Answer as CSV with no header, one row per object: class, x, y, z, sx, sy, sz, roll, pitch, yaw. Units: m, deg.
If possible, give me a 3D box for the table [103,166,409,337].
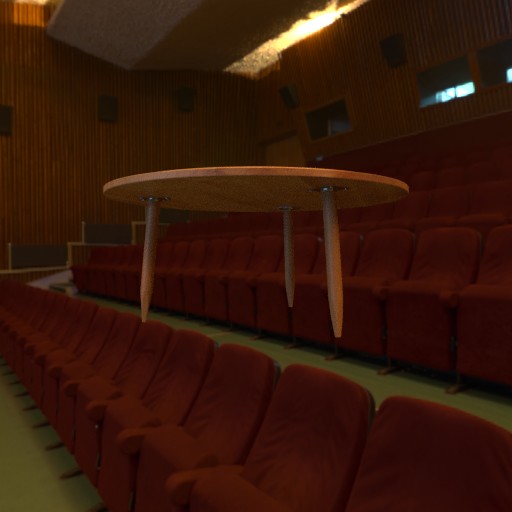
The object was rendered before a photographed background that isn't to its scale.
table,0.000,0.000,1.385,0.900,0.400,0.900,0,1,0
